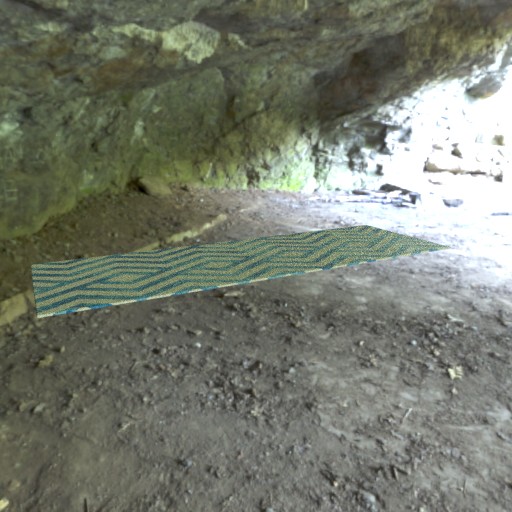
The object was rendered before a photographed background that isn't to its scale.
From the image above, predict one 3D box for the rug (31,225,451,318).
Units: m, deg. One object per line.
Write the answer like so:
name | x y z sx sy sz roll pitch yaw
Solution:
rug | 0.000 0.000 1.646 1.492 0.007 0.503 -8 17 -26
